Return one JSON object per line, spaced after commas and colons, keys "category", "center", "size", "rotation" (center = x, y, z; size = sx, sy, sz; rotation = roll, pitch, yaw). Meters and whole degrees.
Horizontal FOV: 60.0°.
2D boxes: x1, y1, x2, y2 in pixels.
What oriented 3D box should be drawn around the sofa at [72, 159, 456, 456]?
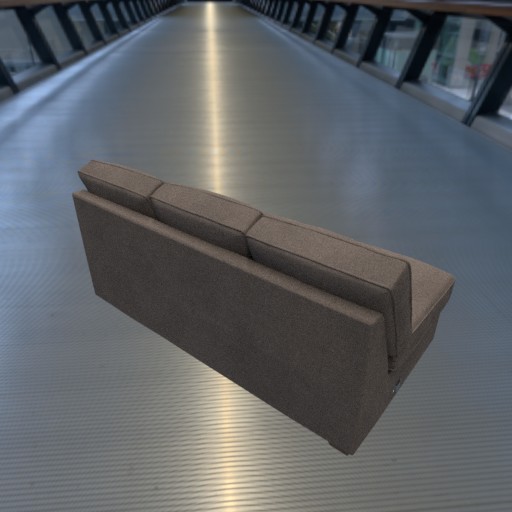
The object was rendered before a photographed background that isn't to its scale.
{"category": "sofa", "center": [0.000, 0.000, 2.523], "size": [1.962, 0.973, 1.027], "rotation": [22, 37, 33]}
